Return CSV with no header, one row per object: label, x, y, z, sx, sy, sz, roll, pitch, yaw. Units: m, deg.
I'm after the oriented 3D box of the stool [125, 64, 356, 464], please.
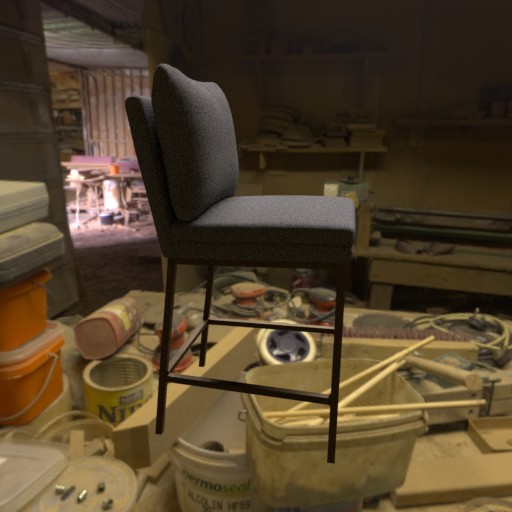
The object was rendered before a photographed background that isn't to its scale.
stool,0.000,0.000,1.336,0.569,1.031,0.463,3,17,11
